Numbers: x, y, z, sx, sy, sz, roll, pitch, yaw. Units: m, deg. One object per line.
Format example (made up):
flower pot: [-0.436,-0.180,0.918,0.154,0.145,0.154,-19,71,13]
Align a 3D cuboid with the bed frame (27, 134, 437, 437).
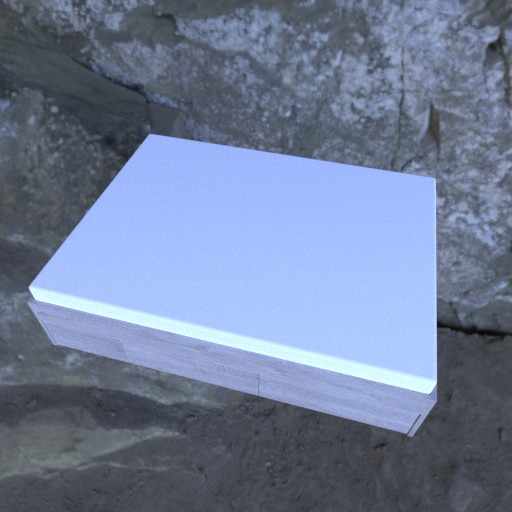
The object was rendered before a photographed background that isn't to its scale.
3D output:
bed frame: [0.000,0.000,2.589,1.944,0.490,1.448,11,48,10]
